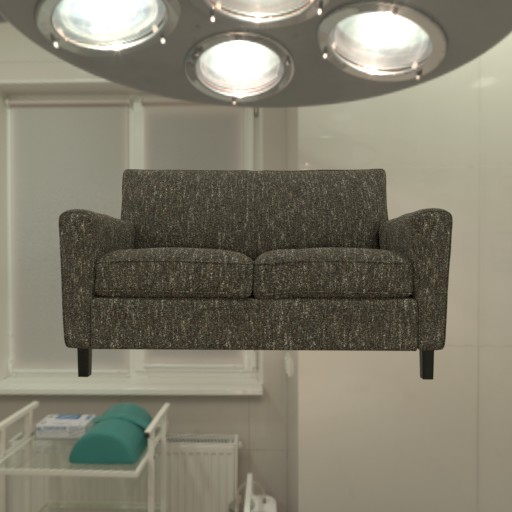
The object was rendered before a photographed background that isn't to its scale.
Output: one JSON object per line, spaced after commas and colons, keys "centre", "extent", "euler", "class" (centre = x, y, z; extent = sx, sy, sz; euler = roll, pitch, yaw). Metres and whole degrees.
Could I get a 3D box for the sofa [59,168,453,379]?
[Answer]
{"centre": [0.000, 0.000, 2.084], "extent": [1.519, 0.946, 0.801], "euler": [0, 1, 1], "class": "sofa"}
